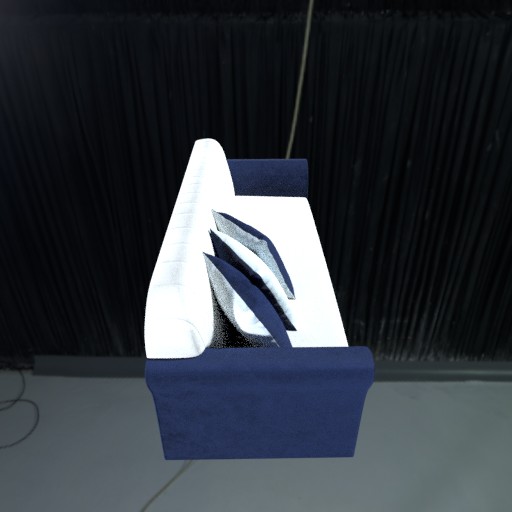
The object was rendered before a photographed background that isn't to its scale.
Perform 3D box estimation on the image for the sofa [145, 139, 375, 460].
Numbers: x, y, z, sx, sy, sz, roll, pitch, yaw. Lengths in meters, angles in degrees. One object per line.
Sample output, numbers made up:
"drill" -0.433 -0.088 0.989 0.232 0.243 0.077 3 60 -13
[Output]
"sofa" 0.000 0.000 2.364 0.749 0.789 2.006 -1 32 -1
